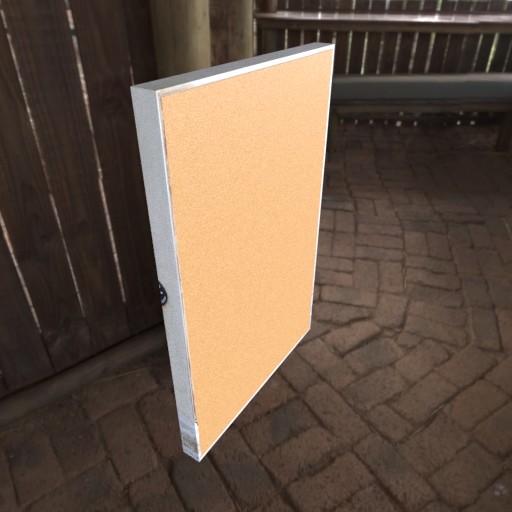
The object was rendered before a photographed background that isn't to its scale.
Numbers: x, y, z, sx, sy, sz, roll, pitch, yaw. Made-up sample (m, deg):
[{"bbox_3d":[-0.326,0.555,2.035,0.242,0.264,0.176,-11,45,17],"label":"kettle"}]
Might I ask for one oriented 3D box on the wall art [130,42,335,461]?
[{"bbox_3d":[0.000,0.000,0.743,0.036,0.607,0.403,20,37,28],"label":"wall art"}]
